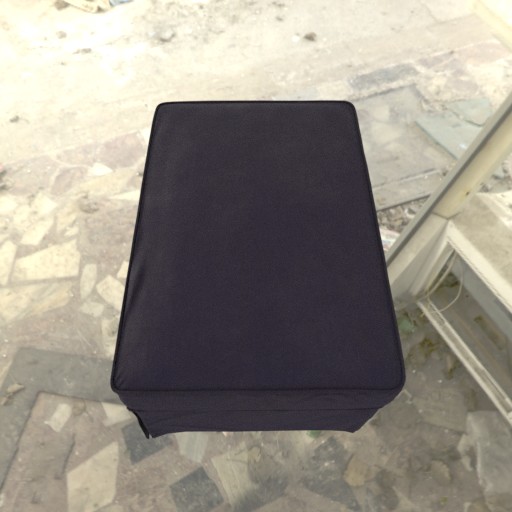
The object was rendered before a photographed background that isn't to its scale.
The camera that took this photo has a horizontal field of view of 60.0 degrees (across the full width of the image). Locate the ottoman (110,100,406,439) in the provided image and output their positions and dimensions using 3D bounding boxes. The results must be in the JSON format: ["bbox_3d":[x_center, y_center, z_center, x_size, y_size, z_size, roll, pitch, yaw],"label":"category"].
[{"bbox_3d":[0.000,0.000,1.316,0.637,0.503,0.938,0,58,0],"label":"ottoman"}]
